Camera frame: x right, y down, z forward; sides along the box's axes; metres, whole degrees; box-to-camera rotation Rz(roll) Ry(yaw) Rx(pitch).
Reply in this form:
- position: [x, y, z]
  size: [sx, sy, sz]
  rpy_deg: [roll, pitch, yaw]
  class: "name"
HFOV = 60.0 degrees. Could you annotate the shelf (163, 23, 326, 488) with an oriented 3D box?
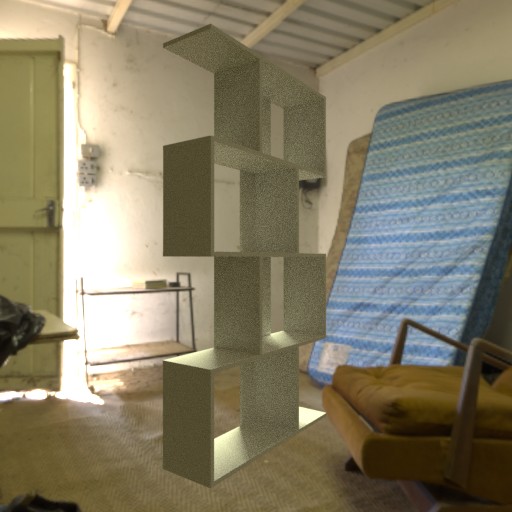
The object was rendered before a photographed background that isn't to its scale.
- position: [0.000, 0.000, 2.006]
  size: [0.250, 1.650, 0.890]
  rpy_deg: [0, 0, 36]
  class: "shelf"
